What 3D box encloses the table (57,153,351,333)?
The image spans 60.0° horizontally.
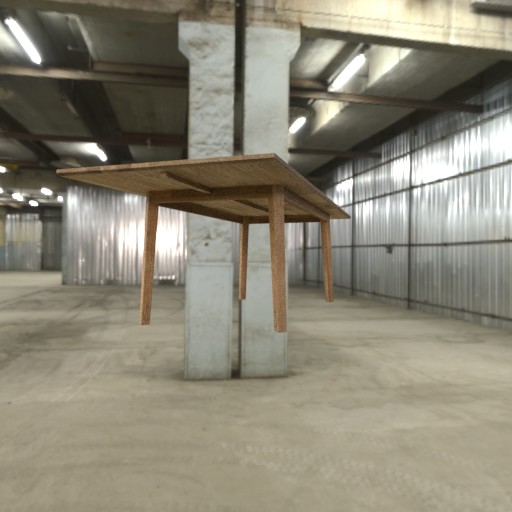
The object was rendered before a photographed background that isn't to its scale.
[{"bbox_3d":[0.000,0.000,3.037,1.000,0.752,2.603,0,0,18],"label":"table"}]
